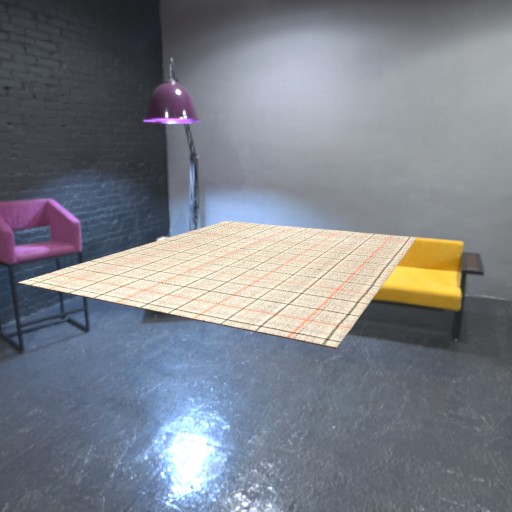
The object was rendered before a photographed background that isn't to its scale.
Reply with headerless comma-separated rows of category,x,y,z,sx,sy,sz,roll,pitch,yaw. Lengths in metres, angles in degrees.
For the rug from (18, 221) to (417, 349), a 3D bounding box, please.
rug,0.000,0.000,4.087,2.444,0.012,3.048,7,16,26
